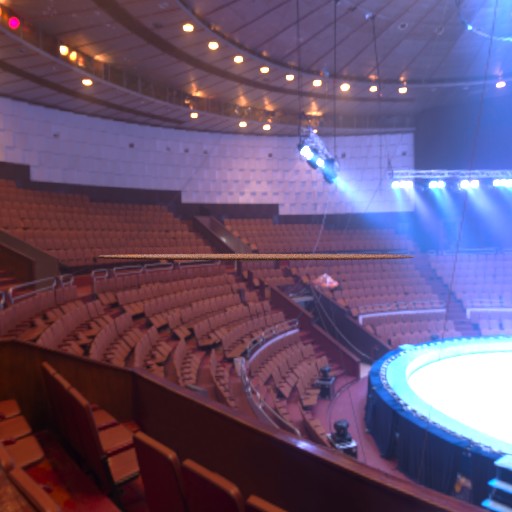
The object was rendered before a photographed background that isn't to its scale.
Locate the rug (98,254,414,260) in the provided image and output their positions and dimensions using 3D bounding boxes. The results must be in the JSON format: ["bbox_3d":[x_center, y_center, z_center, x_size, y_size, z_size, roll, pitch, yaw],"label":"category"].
[{"bbox_3d":[0.000,0.000,3.544,2.382,0.014,2.382,0,1,0],"label":"rug"}]
